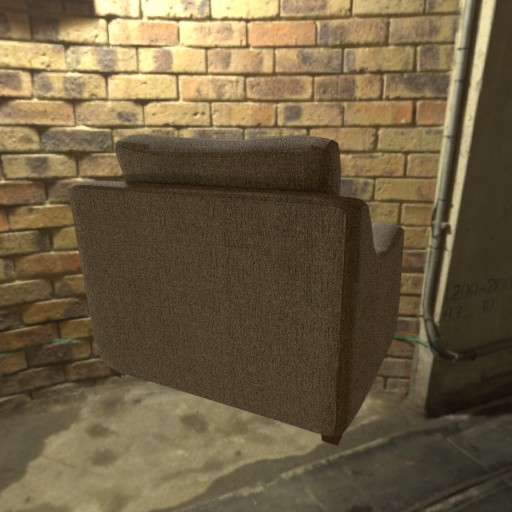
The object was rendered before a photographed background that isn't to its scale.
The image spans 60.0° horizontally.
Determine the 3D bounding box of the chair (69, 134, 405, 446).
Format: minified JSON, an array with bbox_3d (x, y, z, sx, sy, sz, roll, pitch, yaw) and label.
[{"bbox_3d":[0.000,0.000,1.952,1.138,1.037,1.009,8,17,26],"label":"chair"}]
